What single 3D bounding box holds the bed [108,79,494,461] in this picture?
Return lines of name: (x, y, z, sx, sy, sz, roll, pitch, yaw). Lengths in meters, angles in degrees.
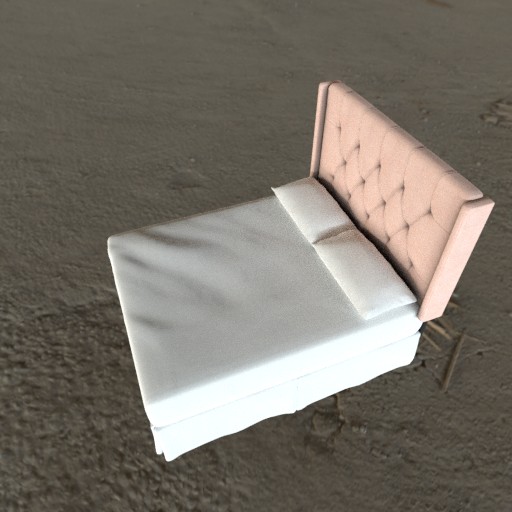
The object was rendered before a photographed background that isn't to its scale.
bed: (0.000, 0.000, 3.221, 2.066, 1.665, 1.719, -16, 47, -15)
